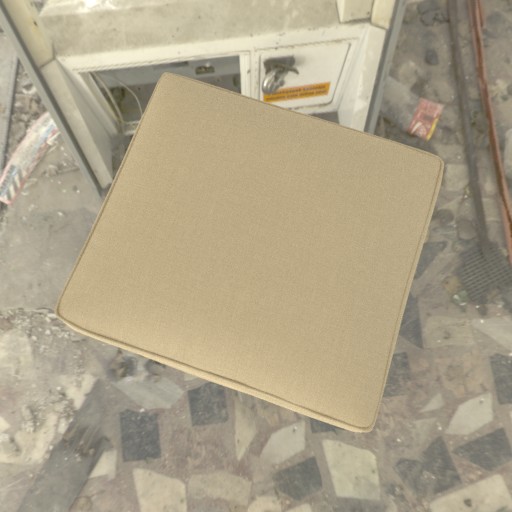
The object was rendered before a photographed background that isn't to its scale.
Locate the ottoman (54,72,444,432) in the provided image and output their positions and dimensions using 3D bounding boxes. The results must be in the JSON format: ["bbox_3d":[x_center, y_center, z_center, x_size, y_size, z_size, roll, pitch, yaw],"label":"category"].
[{"bbox_3d":[0.000,0.000,1.136,0.716,0.505,0.662,19,77,4],"label":"ottoman"}]
